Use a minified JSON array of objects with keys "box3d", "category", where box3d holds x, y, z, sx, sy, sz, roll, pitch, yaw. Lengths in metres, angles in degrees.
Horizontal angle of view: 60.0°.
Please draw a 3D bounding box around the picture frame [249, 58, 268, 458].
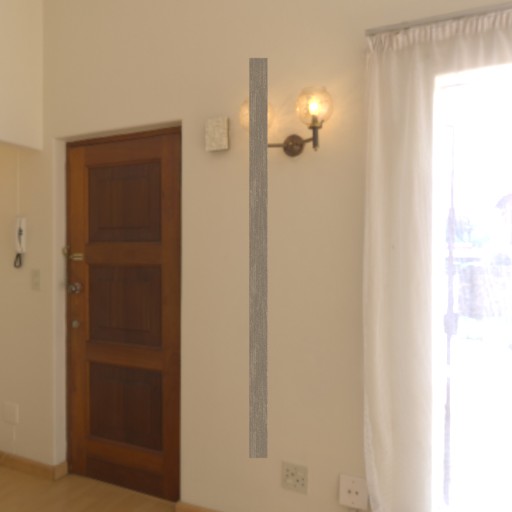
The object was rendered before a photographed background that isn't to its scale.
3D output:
[{"box3d":[0.000,0.000,1.184,0.029,0.640,0.950,0,1,0],"category":"picture frame"}]
